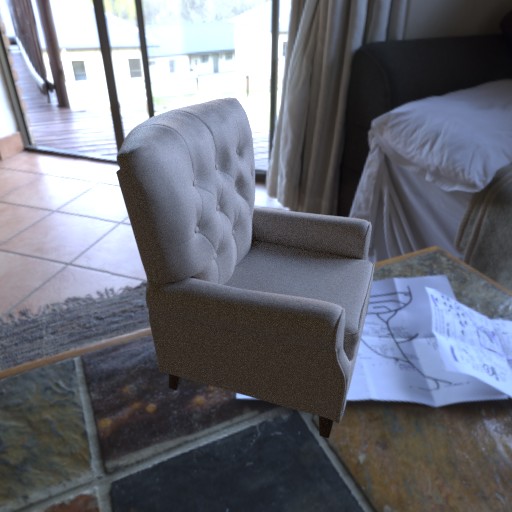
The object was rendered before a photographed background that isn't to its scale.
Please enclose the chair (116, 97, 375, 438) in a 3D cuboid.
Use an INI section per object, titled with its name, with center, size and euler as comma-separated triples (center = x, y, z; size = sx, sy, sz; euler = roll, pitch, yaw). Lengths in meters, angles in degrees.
[chair]
center = 0.000, 0.000, 1.984
size = 1.025, 1.209, 0.942
euler = 11, 33, 17
